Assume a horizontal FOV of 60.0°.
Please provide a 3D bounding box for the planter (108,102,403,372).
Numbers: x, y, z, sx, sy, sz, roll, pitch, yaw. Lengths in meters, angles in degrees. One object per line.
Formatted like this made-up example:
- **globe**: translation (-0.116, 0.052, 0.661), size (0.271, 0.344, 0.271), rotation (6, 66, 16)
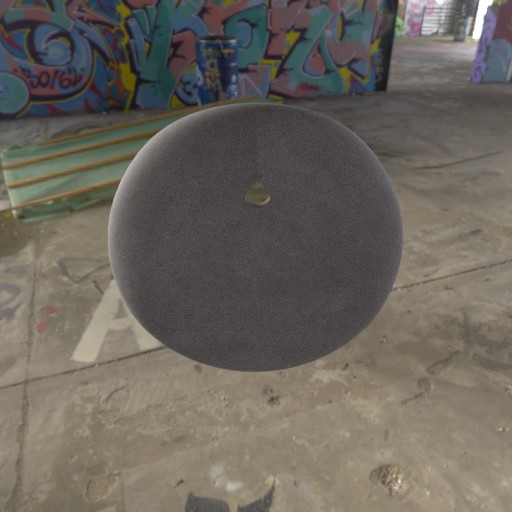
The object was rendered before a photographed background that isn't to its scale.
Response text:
- **planter**: translation (0.000, 0.000, 0.283), size (0.185, 0.188, 0.071), rotation (0, 30, -1)
